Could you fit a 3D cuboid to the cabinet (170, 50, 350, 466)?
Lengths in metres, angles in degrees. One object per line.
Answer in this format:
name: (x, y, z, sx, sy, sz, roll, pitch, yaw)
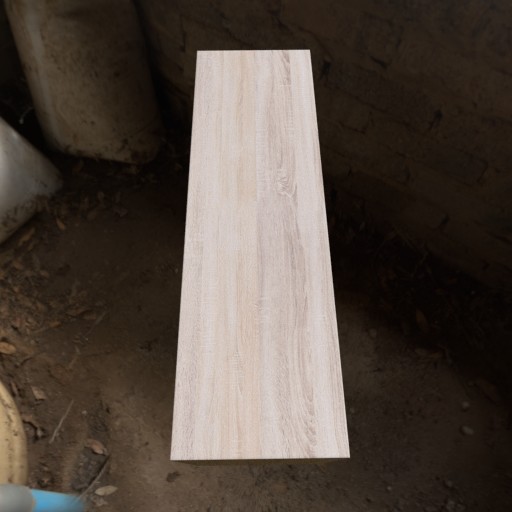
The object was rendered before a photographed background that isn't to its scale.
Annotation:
cabinet: (0.000, 0.000, 1.947, 0.500, 0.780, 1.650, -1, 64, 0)
